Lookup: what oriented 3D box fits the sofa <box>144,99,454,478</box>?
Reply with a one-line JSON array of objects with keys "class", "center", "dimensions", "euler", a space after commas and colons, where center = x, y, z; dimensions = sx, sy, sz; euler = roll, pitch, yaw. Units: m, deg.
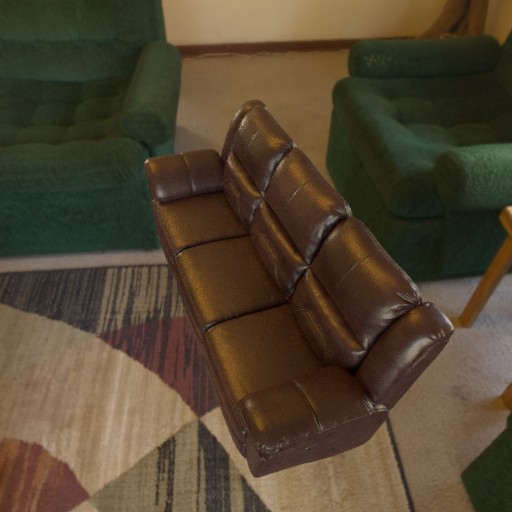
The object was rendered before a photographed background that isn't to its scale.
[{"class": "sofa", "center": [0.000, 0.000, 2.784], "dimensions": [0.991, 1.043, 2.337], "euler": [-16, 49, -15]}]
